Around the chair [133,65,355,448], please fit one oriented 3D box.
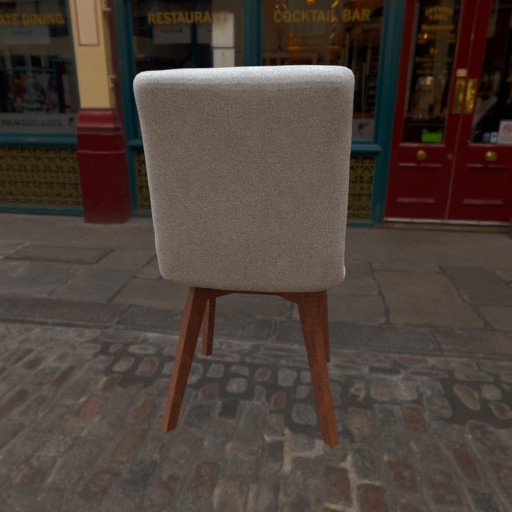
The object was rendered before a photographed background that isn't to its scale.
[{"bbox_3d":[0.000,0.000,1.291,0.522,0.974,0.563,2,18,7],"label":"chair"}]
